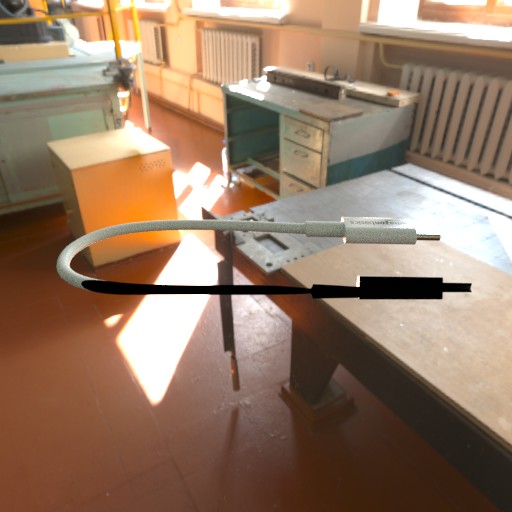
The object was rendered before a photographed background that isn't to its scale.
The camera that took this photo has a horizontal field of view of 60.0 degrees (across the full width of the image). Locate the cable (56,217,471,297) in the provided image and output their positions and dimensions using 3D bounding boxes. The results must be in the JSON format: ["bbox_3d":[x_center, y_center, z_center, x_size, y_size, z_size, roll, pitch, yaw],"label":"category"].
[{"bbox_3d":[0.000,0.000,0.112,0.098,0.005,0.041,1,31,2],"label":"cable"}]
